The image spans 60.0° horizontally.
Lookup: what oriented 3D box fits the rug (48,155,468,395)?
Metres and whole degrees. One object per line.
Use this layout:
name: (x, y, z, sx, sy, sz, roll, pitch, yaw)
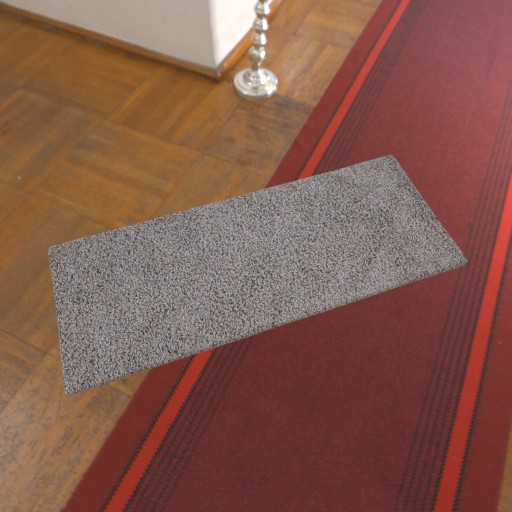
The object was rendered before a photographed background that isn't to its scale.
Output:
rug: (0.000, 0.000, 1.727, 1.524, 0.030, 0.609, -17, 59, -10)
